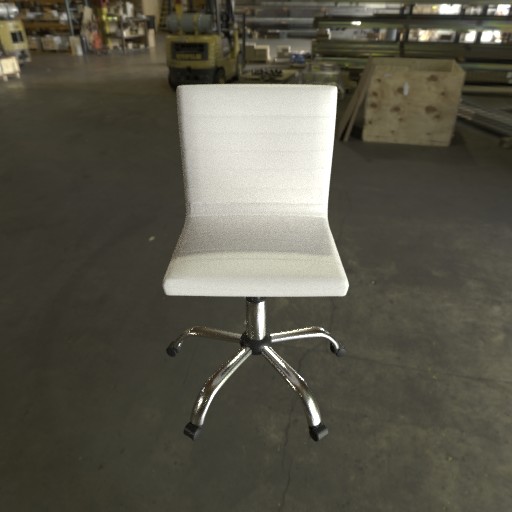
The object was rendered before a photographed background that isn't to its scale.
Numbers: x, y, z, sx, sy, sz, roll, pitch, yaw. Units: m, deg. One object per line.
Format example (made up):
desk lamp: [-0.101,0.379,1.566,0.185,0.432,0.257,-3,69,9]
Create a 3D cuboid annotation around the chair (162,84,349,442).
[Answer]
chair: [0.000,0.000,1.133,0.556,0.780,0.530,0,31,0]
